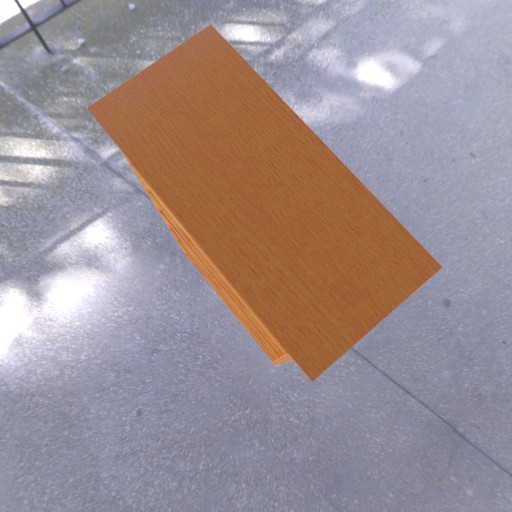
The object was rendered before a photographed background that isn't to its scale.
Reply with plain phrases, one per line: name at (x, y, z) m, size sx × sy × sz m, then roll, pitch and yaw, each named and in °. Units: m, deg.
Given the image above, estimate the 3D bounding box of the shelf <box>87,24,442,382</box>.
shelf at (0.000, 0.000, 1.334) m, size 0.305 × 1.067 × 0.660 m, roll -39°, pitch 79°, yaw -9°
